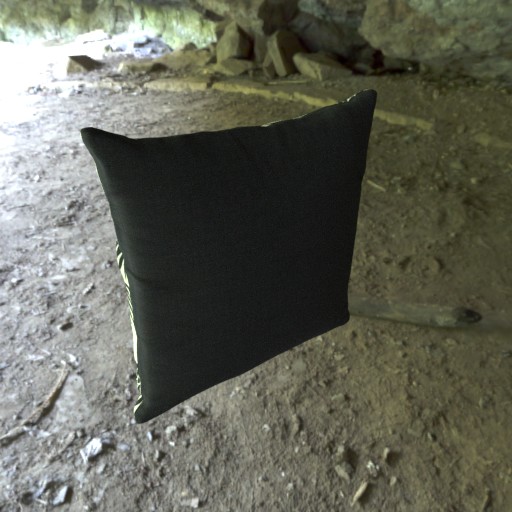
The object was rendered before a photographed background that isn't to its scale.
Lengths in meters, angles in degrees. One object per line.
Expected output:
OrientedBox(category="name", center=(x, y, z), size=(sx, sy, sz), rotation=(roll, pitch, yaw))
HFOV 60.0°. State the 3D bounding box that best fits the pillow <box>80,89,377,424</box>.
OrientedBox(category="pillow", center=(0.000, 0.000, 0.657), size=(0.432, 0.432, 0.139), rotation=(-19, 35, -29))
